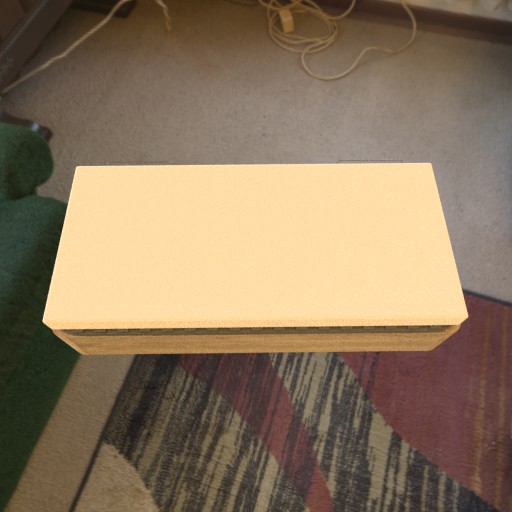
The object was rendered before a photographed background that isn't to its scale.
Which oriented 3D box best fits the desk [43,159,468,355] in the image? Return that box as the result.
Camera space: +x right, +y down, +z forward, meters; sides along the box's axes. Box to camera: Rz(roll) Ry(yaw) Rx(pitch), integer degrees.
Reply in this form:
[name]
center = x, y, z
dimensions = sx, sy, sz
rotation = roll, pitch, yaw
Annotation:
[desk]
center = 0.000, 0.000, 2.305
dimensions = 1.900, 0.455, 0.900
rotation = -1, 63, 0
